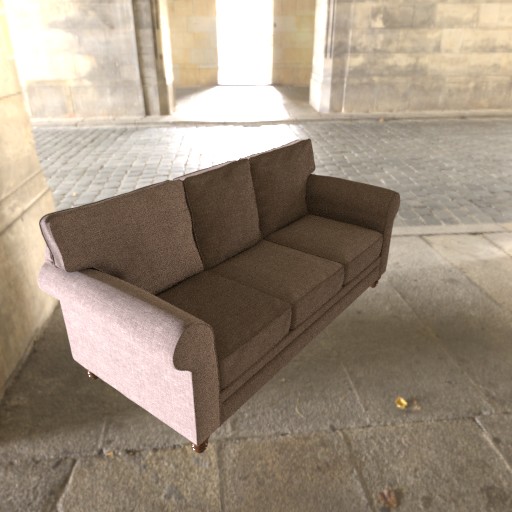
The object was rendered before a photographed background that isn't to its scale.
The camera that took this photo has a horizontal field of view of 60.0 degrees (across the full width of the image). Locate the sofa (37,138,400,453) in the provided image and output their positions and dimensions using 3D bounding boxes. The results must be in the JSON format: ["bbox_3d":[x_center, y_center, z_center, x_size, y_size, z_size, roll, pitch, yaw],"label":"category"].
[{"bbox_3d":[0.000,0.000,2.537,0.916,0.961,2.084,19,32,33],"label":"sofa"}]
